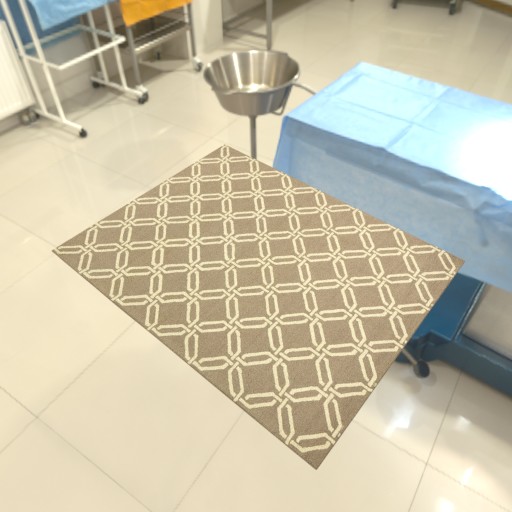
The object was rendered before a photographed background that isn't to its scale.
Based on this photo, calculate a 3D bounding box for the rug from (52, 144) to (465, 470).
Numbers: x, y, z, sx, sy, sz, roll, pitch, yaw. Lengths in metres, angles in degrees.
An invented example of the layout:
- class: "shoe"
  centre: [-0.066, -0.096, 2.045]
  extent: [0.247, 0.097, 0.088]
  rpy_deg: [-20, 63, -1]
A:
- class: "rug"
  centre: [0.000, 0.000, 3.947]
  extent: [2.895, 0.018, 2.288]
  rpy_deg: [31, 54, 27]
